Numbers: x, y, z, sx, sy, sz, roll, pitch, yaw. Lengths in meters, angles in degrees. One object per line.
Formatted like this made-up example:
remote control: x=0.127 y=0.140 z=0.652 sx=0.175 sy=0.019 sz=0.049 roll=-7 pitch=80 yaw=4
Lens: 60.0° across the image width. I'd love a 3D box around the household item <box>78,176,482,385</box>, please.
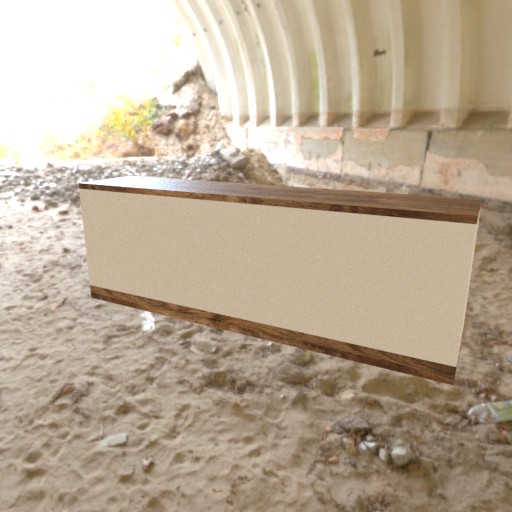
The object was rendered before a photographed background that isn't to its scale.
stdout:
household item: x=0.000 y=0.000 z=2.064 sx=1.800 sy=0.615 sz=0.390 roll=8 pitch=18 yaw=27
